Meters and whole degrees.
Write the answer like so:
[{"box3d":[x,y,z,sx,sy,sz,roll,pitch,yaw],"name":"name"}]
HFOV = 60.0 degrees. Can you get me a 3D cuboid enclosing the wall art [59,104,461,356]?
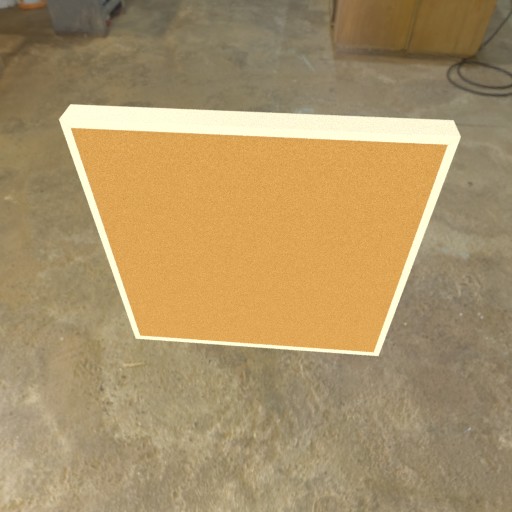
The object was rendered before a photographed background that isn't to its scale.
[{"box3d":[0.000,0.000,0.757,0.509,0.509,0.040,3,46,3],"name":"wall art"}]
